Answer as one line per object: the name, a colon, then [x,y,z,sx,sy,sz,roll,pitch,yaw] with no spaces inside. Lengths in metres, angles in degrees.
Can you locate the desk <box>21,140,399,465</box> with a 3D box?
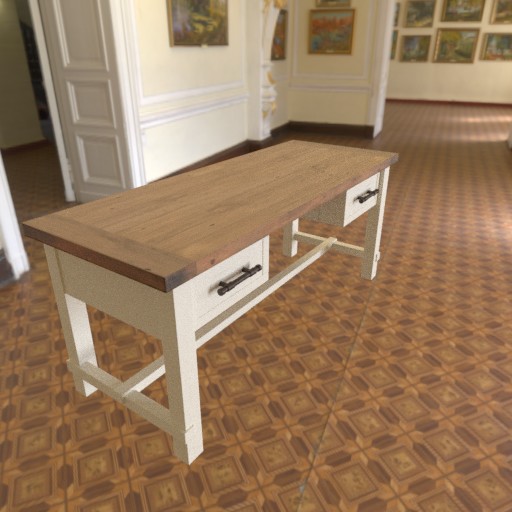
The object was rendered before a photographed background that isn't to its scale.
desk: [0.000,0.000,2.161,0.688,0.762,1.803,17,30,31]
